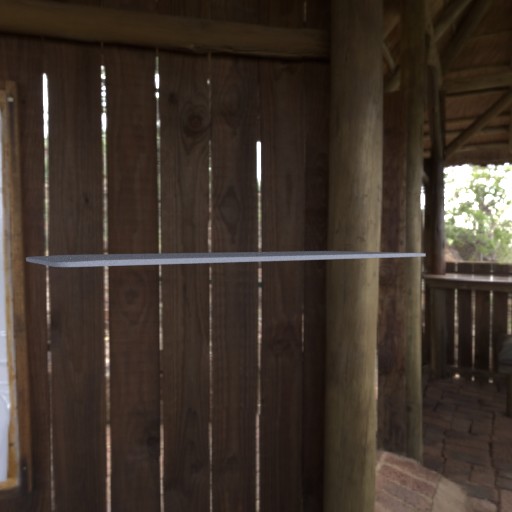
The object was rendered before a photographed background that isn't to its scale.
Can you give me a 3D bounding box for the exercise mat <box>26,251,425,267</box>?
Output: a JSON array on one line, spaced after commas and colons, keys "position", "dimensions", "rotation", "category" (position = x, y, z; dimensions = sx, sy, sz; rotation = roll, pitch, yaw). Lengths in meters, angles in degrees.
[{"position": [0.000, 0.000, 2.100], "dimensions": [1.884, 0.021, 0.616], "rotation": [-1, 2, -35], "category": "exercise mat"}]
